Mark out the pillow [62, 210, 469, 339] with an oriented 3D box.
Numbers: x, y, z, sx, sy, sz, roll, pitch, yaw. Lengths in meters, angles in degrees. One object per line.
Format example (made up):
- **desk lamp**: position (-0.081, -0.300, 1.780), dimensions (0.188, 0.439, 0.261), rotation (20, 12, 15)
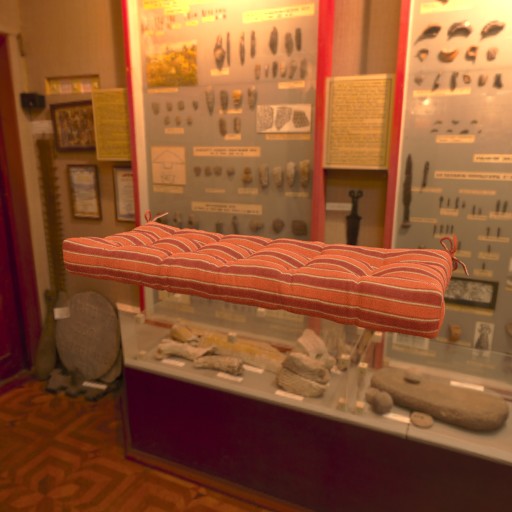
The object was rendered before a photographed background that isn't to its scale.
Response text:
- **pillow**: position (0.000, 0.000, 1.372), dimensions (1.194, 0.174, 0.511), rotation (7, 16, 25)
